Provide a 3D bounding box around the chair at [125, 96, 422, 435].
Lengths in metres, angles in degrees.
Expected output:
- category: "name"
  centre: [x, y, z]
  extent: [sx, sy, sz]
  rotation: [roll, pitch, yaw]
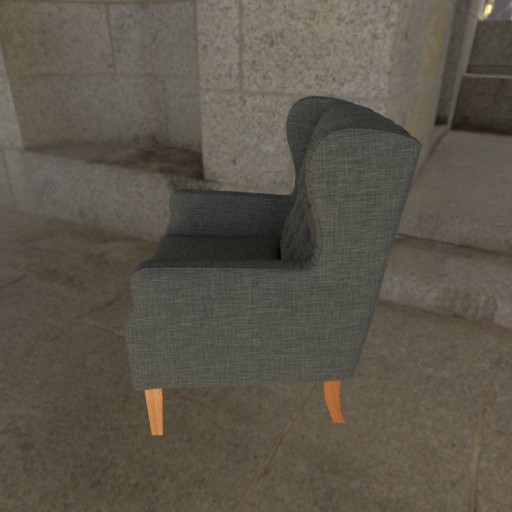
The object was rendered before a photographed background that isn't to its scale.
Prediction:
- category: "chair"
  centre: [0.000, 0.000, 1.488]
  extent: [0.775, 0.953, 0.711]
  rotation: [0, 26, -1]
